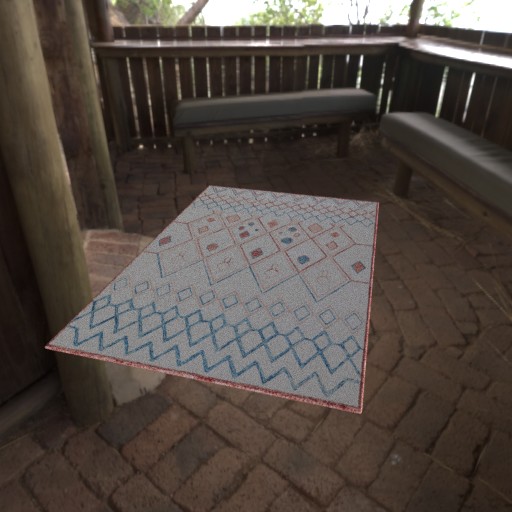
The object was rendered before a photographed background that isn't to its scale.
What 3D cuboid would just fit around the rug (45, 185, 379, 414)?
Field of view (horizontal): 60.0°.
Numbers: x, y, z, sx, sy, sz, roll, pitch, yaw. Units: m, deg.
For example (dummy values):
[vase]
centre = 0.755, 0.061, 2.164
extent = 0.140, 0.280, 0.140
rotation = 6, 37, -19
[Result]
[rug]
centre = 0.000, 0.000, 2.362
extent = 1.219, 0.016, 1.829
rotation = 8, 31, 13
